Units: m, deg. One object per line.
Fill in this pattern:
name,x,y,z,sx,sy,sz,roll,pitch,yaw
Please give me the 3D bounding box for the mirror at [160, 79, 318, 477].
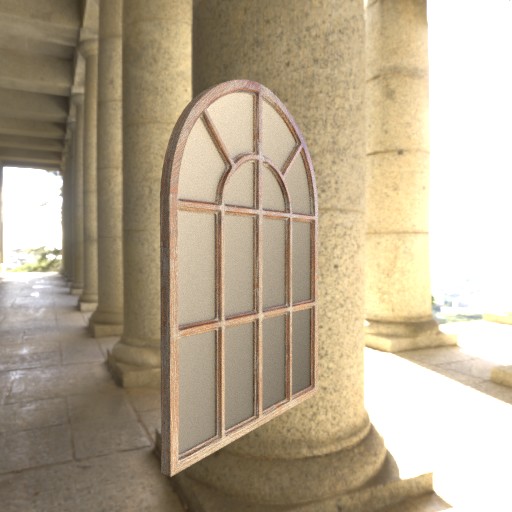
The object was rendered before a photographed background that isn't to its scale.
mirror,0.000,0.000,1.202,0.032,0.920,0.660,1,1,36
